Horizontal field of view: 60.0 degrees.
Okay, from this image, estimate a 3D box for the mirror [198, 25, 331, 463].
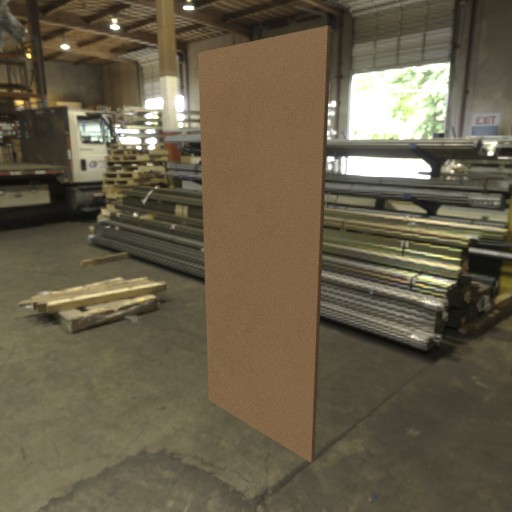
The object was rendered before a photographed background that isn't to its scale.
[{"bbox_3d":[0.000,0.000,2.287,0.812,2.031,0.026,14,20,42],"label":"mirror"}]
